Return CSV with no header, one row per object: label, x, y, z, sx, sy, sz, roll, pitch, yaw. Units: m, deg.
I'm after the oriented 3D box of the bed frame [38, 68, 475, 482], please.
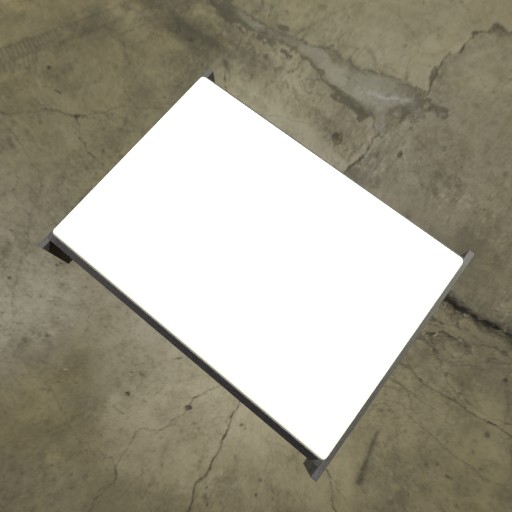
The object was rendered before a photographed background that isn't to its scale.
bed frame,0.000,0.000,2.628,1.950,0.432,1.490,38,78,9
